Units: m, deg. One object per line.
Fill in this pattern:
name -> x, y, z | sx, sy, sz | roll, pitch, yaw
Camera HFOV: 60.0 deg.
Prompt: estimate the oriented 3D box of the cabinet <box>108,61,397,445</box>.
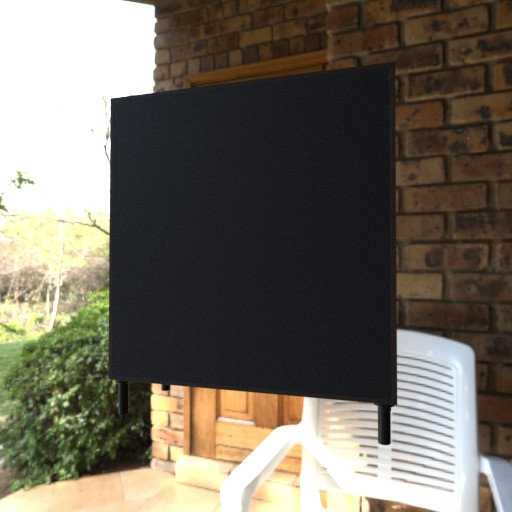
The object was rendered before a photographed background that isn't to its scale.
cabinet -> 0.000, 0.000, 1.675 | 1.010, 1.170, 0.400 | 0, -1, 17
